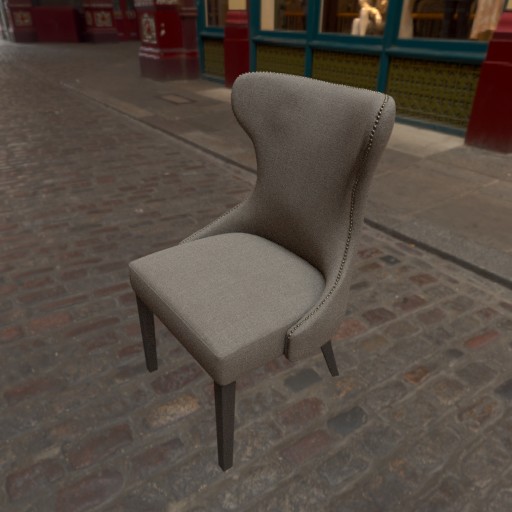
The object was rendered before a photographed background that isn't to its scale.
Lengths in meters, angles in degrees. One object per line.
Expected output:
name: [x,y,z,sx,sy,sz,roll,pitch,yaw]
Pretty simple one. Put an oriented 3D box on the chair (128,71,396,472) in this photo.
chair: [0.000,0.000,1.353,0.635,0.967,0.628,-20,36,-31]
